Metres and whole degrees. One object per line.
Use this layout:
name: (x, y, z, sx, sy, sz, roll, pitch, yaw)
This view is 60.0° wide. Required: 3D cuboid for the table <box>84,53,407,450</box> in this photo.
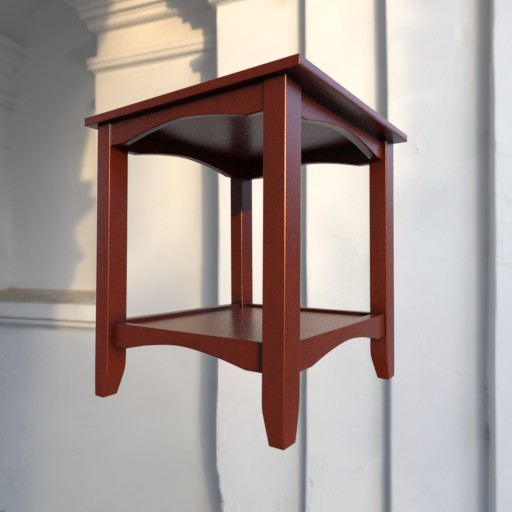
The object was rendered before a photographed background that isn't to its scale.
table: (0.000, 0.000, 0.959, 0.522, 0.558, 0.523, 0, 0, 38)
